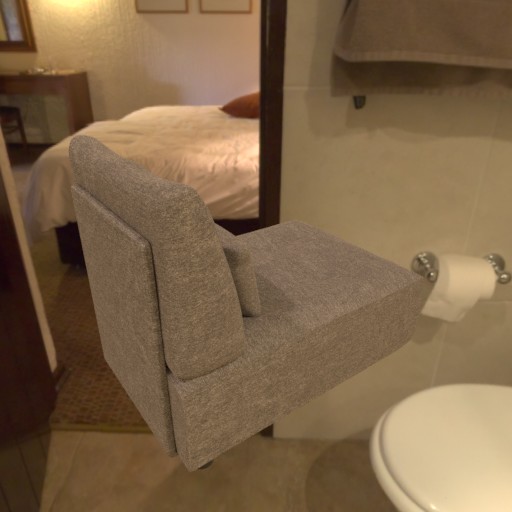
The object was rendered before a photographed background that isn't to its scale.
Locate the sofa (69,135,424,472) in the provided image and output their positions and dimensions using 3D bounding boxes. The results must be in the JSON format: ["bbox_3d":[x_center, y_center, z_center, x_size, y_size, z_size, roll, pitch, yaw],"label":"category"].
[{"bbox_3d":[0.000,0.000,1.528,1.000,0.820,0.700,-18,32,-32],"label":"sofa"}]
